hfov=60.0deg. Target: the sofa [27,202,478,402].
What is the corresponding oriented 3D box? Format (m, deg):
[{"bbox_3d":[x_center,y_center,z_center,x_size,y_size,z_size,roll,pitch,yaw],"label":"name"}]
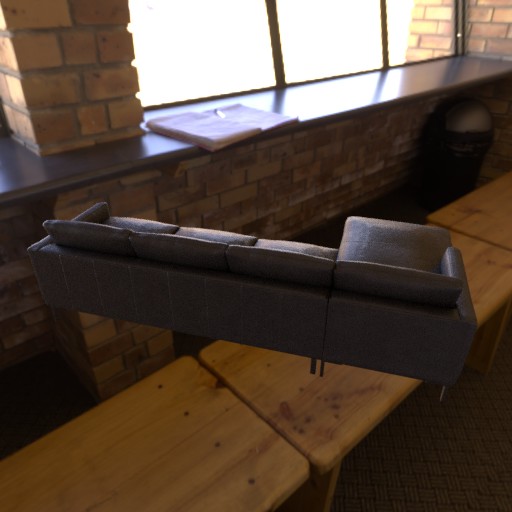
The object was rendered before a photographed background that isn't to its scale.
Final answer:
[{"bbox_3d":[0.000,0.000,3.507,2.993,0.859,1.471,8,32,14],"label":"sofa"}]
